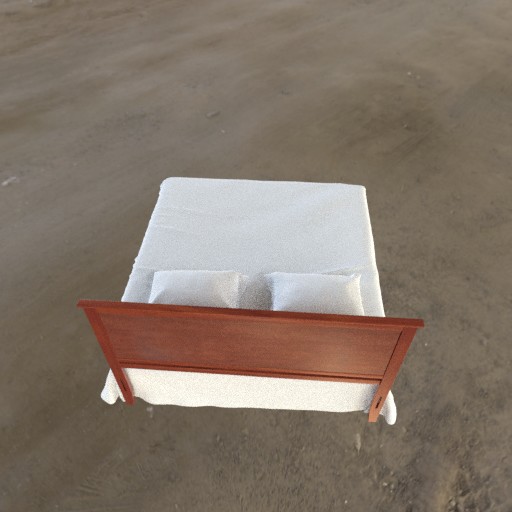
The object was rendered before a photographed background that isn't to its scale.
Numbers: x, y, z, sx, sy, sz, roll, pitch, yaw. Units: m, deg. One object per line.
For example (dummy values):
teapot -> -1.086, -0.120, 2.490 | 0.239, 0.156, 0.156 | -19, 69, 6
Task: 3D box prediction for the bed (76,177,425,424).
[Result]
bed -> 0.000, 0.000, 3.752 | 2.314, 1.271, 2.219 | 3, 46, 3
